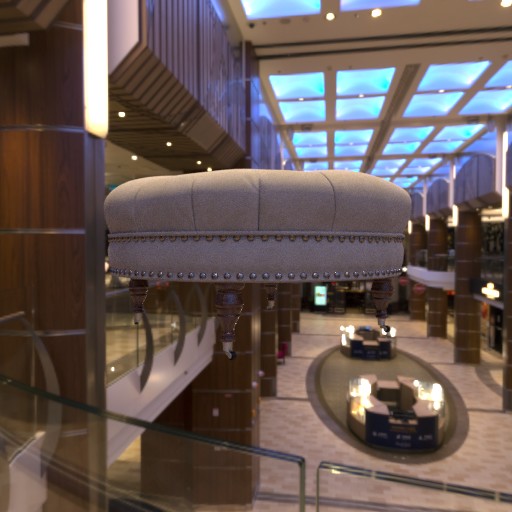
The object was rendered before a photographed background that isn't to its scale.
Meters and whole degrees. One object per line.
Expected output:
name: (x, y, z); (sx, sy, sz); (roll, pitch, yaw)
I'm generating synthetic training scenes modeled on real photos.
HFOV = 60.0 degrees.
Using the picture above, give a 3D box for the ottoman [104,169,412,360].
ottoman: (0.000, 0.000, 1.351); (0.901, 0.439, 0.901); (0, 1, 0)
